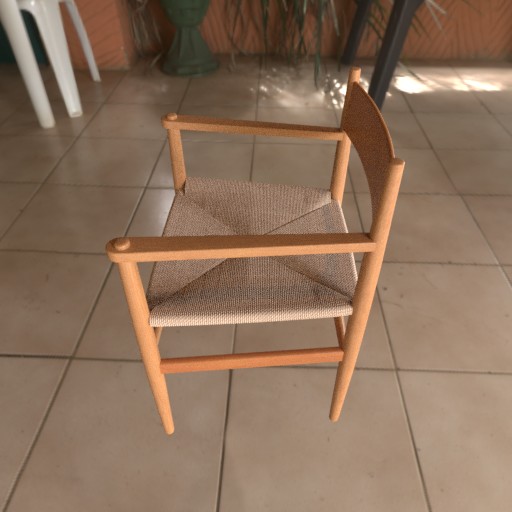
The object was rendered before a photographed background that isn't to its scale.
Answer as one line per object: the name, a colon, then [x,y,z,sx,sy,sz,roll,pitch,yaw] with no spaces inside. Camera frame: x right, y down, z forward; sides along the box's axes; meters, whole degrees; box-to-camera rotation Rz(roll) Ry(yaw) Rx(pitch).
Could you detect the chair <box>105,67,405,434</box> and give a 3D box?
chair: [0.000,0.000,1.093,0.495,0.762,0.556,1,41,1]
